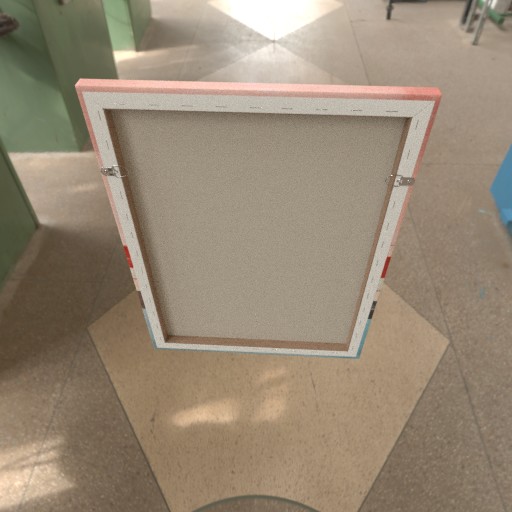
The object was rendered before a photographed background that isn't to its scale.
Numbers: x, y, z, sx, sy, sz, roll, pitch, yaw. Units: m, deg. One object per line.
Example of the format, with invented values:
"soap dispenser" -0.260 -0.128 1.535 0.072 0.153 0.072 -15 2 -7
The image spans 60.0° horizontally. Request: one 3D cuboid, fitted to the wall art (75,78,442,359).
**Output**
"wall art" 0.000 0.000 1.292 0.761 1.016 0.039 2 46 2
